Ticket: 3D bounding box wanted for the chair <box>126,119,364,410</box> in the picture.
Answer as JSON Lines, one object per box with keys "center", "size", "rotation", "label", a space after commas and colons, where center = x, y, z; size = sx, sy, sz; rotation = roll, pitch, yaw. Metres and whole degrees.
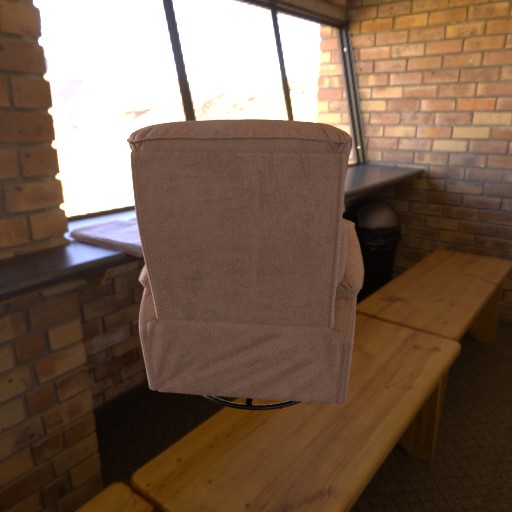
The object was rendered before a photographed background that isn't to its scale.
{"center": [0.000, 0.000, 1.742], "size": [0.820, 1.037, 1.004], "rotation": [2, 18, 6], "label": "chair"}
